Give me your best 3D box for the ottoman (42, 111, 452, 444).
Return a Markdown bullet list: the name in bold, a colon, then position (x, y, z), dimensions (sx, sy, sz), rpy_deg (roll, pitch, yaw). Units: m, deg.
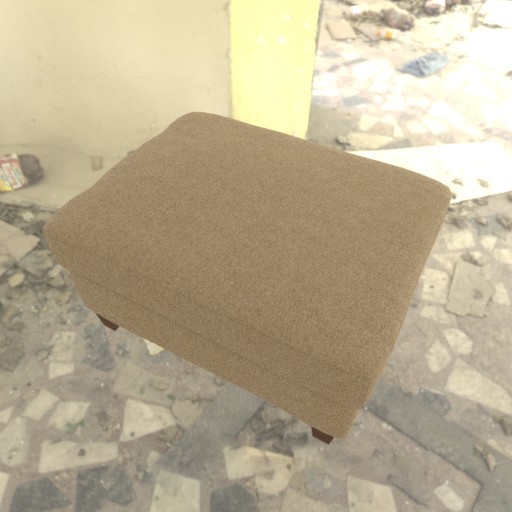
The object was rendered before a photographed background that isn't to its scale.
- **ottoman**: position (0.000, 0.000, 1.301), dimensions (0.889, 0.511, 0.692), rpy_deg (22, 50, 19)
